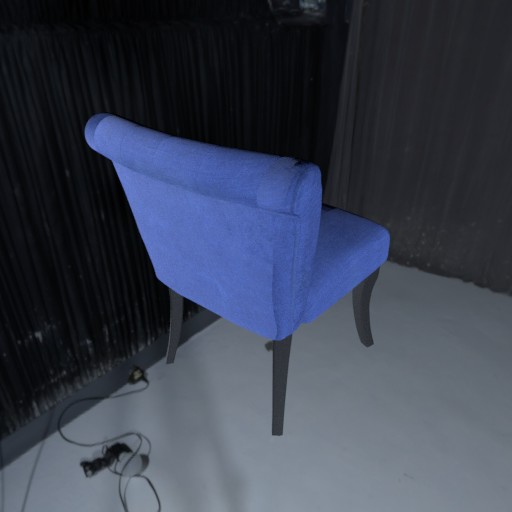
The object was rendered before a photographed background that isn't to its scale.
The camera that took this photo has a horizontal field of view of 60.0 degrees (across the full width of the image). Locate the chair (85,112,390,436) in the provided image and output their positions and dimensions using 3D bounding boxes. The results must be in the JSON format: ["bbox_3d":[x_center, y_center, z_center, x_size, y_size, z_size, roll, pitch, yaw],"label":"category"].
[{"bbox_3d":[0.000,0.000,1.185,0.585,0.753,0.606,22,37,33],"label":"chair"}]
